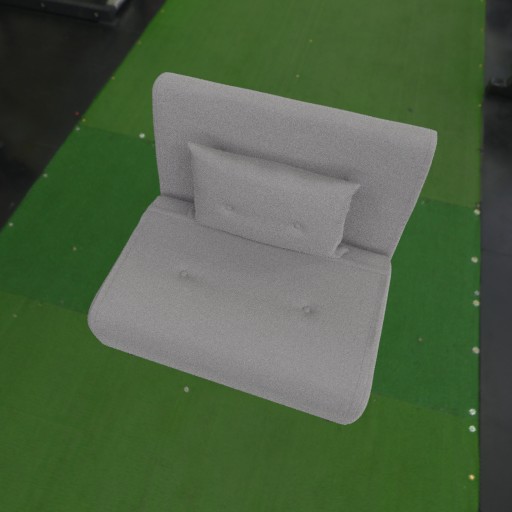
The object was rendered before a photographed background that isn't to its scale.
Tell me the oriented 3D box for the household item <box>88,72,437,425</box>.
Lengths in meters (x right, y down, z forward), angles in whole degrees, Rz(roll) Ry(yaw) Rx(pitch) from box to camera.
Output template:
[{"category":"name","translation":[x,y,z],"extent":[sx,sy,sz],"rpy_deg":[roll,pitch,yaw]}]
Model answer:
[{"category":"household item","translation":[0.000,0.000,1.634],"extent":[1.000,0.800,0.874],"rpy_deg":[16,60,9]}]
